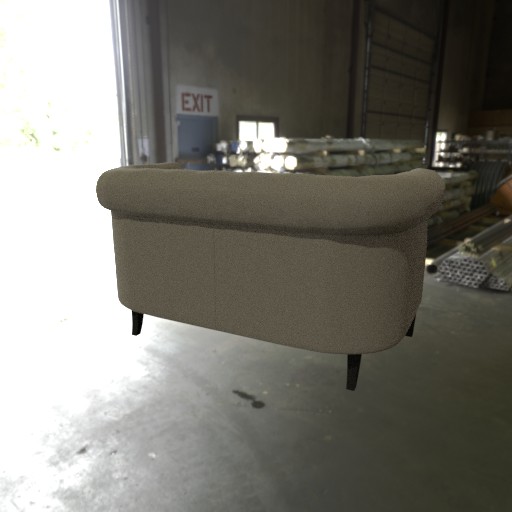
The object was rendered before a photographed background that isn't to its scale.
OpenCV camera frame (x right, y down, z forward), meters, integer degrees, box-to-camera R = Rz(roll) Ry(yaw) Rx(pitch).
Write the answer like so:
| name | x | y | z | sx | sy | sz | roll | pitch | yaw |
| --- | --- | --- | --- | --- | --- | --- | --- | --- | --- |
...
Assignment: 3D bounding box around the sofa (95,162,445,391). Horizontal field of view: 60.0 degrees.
| name | x | y | z | sx | sy | sz | roll | pitch | yaw |
| --- | --- | --- | --- | --- | --- | --- | --- | --- | --- |
| sofa | 0.000 | 0.000 | 2.091 | 1.558 | 0.827 | 0.835 | 7 | 16 | 26 |
